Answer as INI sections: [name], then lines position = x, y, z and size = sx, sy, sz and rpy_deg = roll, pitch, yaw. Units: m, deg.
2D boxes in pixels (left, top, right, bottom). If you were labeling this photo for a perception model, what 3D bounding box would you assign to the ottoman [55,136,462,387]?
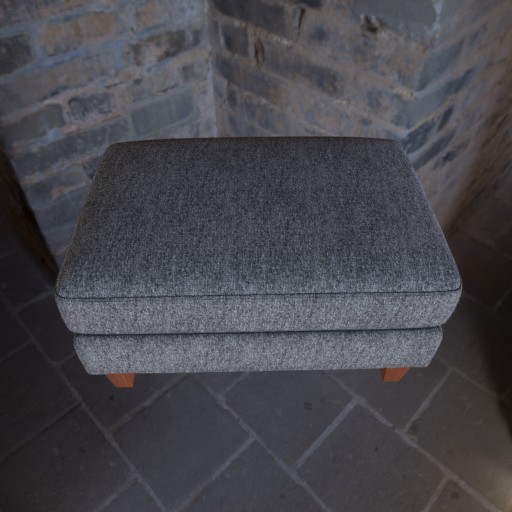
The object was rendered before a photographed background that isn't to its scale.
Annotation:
[ottoman]
position = 0.000, 0.000, 1.207
size = 0.864, 0.483, 0.584
rpy_deg = -1, 47, -1
